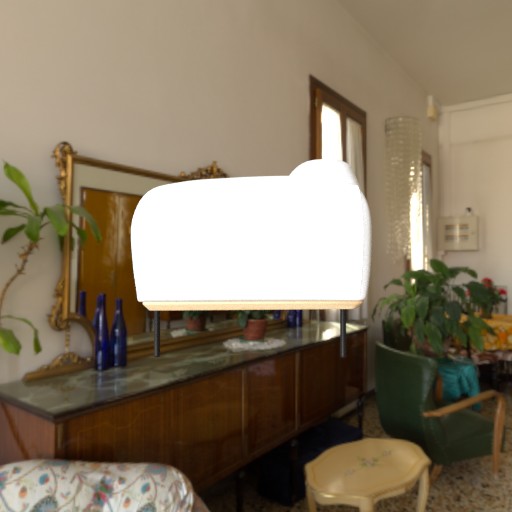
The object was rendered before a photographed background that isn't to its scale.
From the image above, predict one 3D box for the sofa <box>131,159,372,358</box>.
[{"bbox_3d":[0.000,0.000,2.645,0.880,0.780,2.257,0,-1,1],"label":"sofa"}]
